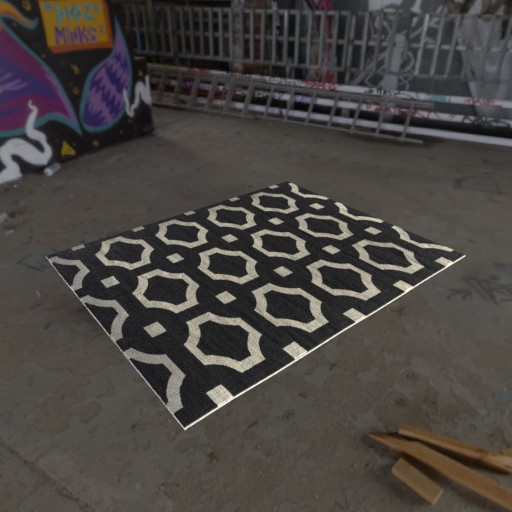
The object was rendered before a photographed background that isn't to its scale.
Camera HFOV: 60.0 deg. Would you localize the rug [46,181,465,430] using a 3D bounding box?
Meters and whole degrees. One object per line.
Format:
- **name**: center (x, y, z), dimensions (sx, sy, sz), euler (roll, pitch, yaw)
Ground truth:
- **rug**: center (0.000, 0.000, 4.136), dimensions (3.049, 0.021, 2.466), euler (-22, 37, -33)
